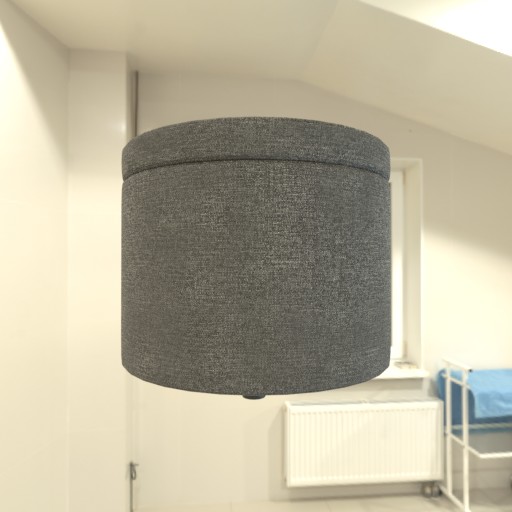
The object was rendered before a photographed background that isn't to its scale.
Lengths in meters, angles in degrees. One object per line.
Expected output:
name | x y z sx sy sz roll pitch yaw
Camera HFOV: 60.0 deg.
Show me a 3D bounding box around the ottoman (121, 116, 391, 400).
ottoman | 0.000 0.000 0.857 0.500 0.419 0.500 0 0 0
